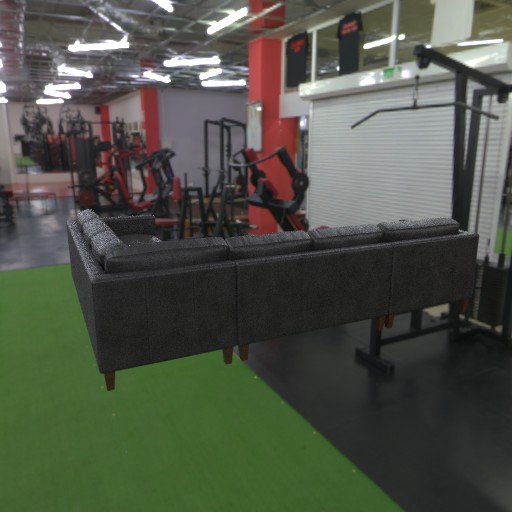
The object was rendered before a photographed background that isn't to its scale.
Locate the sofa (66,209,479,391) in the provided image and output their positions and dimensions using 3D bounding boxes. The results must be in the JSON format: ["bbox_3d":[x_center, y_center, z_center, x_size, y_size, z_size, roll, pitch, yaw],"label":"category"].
[{"bbox_3d":[0.000,0.000,4.436,3.324,0.891,2.452,-7,15,-25],"label":"sofa"}]
